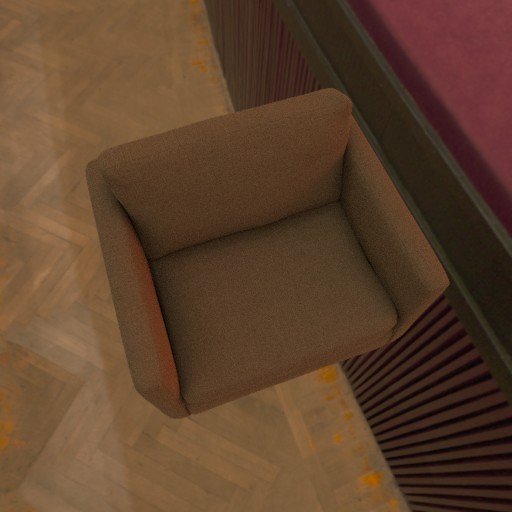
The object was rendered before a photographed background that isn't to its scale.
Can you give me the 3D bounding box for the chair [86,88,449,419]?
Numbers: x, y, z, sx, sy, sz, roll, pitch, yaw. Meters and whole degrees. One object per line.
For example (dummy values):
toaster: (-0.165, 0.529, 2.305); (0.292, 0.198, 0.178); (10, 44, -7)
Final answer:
chair: (0.000, 0.000, 1.823); (1.107, 0.963, 0.959); (-18, 65, -9)
